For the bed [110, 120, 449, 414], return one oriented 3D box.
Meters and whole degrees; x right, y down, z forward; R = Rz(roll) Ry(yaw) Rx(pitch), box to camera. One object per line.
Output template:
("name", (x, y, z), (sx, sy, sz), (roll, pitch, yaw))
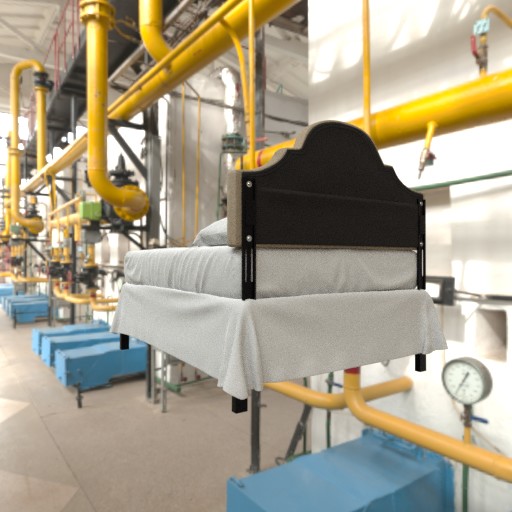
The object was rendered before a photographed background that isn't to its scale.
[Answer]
("bed", (0.000, 0.000, 3.509), (1.780, 1.634, 2.222), (0, -1, -34))
